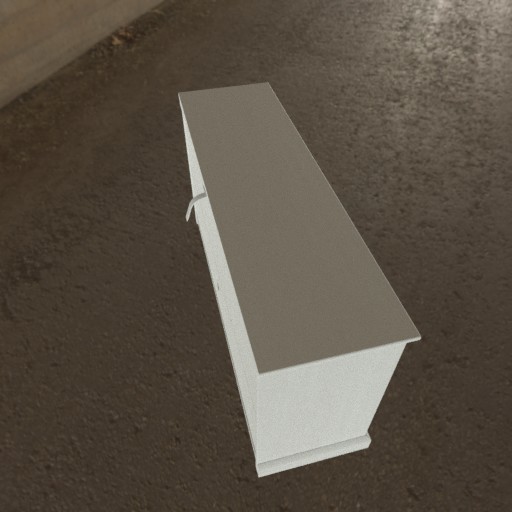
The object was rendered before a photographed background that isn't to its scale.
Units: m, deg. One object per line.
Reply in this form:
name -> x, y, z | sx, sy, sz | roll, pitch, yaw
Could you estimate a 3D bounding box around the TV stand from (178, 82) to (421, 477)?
TV stand -> 0.000, 0.000, 1.496 | 0.424, 0.624, 1.187 | -10, 47, -10
